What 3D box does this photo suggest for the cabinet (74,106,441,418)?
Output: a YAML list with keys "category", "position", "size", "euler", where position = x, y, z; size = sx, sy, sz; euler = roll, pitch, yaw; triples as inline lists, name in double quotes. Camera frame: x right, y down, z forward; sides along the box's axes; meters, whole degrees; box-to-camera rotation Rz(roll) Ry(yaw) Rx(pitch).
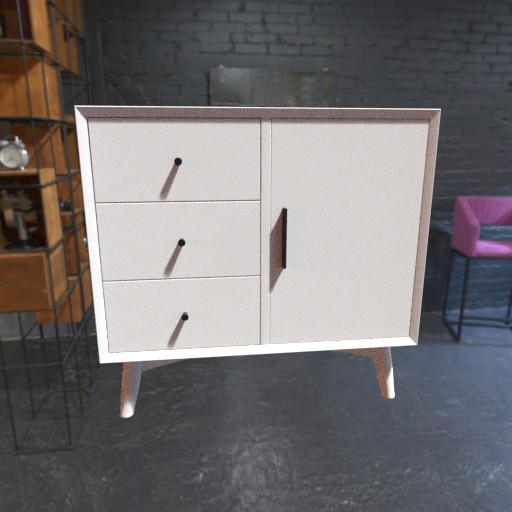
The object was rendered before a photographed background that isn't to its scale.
- category: "cabinet"
  position: [0.000, 0.000, 1.235]
  size: [0.800, 0.761, 0.398]
  euler: [-2, 15, -7]
